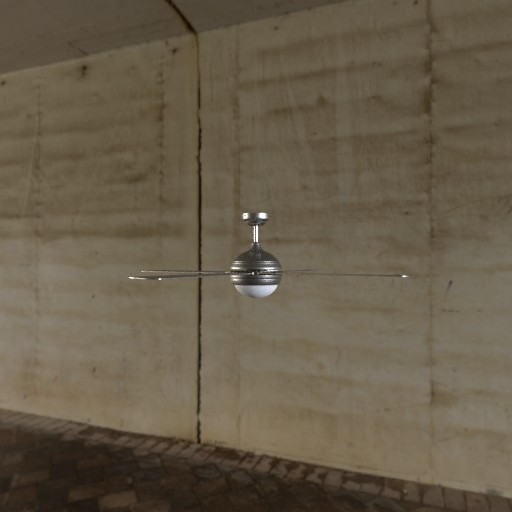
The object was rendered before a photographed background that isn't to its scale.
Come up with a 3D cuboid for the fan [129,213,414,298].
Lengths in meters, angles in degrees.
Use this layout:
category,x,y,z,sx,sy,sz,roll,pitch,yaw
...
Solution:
category,x,y,z,sx,sy,sz,roll,pitch,yaw
fan,0.000,0.000,2.023,1.321,0.381,1.321,0,-1,-36
